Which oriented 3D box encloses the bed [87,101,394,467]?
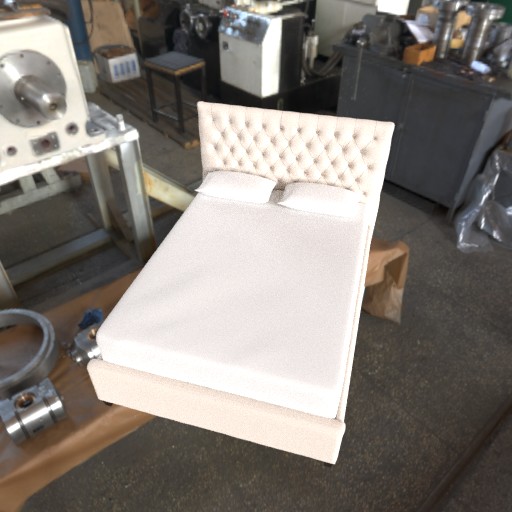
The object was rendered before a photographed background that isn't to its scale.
[{"bbox_3d":[0.000,0.000,3.361,1.696,1.426,2.233,10,41,12],"label":"bed"}]
